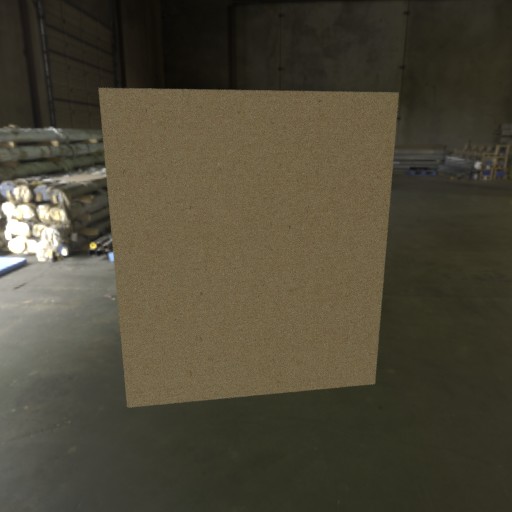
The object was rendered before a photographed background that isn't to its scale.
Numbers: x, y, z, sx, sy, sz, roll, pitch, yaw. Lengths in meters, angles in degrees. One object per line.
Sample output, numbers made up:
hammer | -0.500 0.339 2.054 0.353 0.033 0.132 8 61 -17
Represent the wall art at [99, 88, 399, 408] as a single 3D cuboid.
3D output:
wall art | 0.000 0.000 1.231 0.755 0.863 0.028 -3 16 -9
